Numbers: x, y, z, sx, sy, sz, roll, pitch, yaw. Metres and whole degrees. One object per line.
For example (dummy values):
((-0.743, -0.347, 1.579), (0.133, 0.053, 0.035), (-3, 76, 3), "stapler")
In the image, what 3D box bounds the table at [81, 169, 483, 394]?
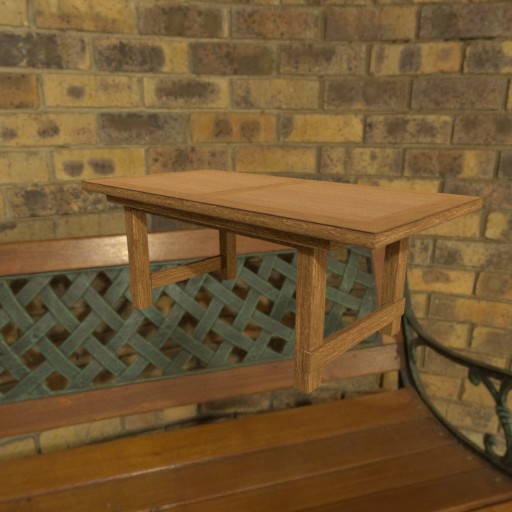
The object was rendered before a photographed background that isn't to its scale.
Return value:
((0.000, 0.000, 2.485), (1.982, 0.762, 1.000), (15, 22, 41), "table")
